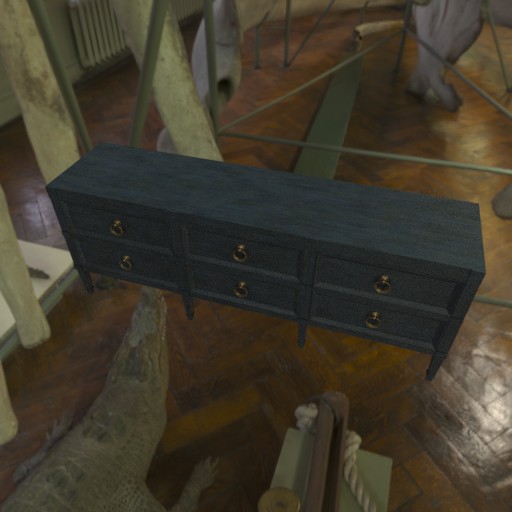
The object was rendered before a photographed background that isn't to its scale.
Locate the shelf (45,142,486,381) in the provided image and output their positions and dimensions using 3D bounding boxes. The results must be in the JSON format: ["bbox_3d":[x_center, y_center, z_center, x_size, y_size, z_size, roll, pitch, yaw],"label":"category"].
[{"bbox_3d":[0.000,0.000,2.203,1.878,0.715,0.471,12,42,13],"label":"shelf"}]
